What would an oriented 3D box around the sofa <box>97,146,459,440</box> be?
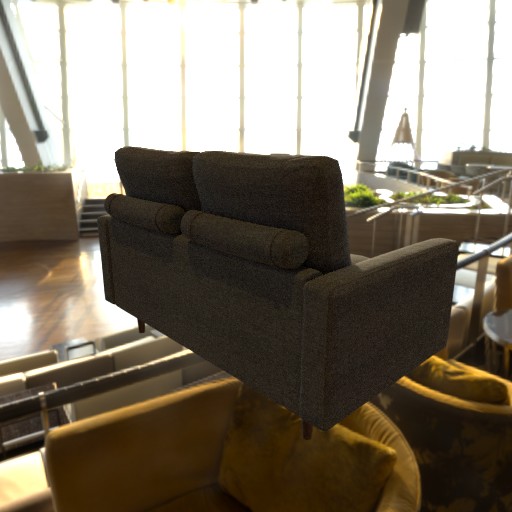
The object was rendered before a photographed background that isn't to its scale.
[{"bbox_3d":[0.000,0.000,1.909,0.842,0.907,1.407,-14,21,-41],"label":"sofa"}]
